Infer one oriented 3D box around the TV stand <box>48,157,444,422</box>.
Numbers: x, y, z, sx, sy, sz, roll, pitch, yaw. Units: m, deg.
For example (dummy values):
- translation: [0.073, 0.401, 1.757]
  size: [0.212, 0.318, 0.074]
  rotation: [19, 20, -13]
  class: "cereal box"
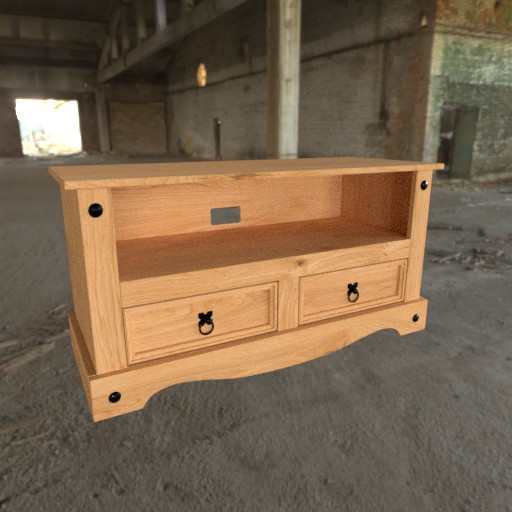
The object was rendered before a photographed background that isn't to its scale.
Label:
- translation: [0.000, 0.000, 1.367]
  size: [1.080, 0.550, 0.440]
  rotation: [-8, 18, -27]
  class: "TV stand"
